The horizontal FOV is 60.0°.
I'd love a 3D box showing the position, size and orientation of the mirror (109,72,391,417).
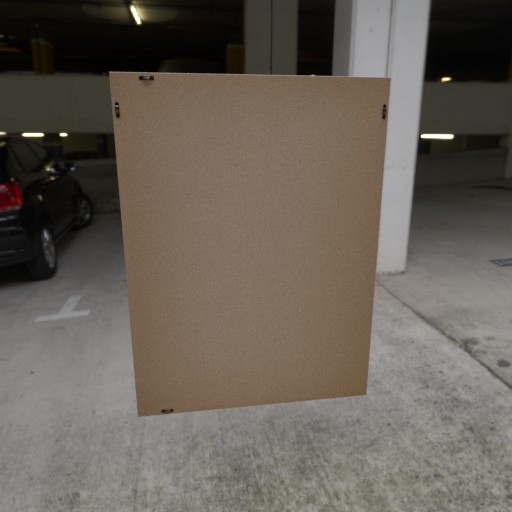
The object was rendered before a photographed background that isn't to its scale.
[{"bbox_3d":[0.000,0.000,1.338,0.762,1.016,0.041,-3,16,-9],"label":"mirror"}]
